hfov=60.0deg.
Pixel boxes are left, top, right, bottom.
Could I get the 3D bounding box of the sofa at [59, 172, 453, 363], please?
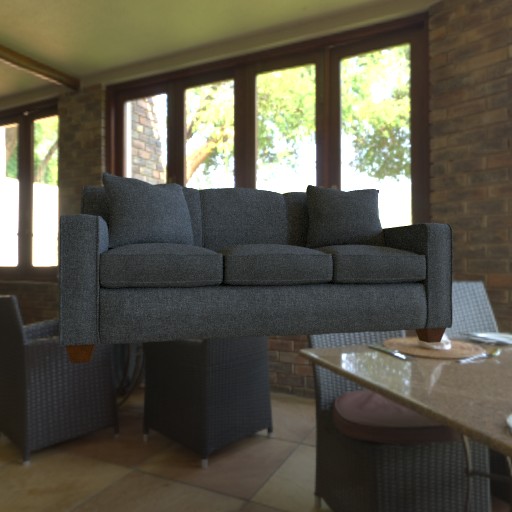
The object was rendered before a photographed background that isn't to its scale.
[{"bbox_3d":[0.000,0.000,2.610,2.024,0.958,0.997,0,0,-15],"label":"sofa"}]
